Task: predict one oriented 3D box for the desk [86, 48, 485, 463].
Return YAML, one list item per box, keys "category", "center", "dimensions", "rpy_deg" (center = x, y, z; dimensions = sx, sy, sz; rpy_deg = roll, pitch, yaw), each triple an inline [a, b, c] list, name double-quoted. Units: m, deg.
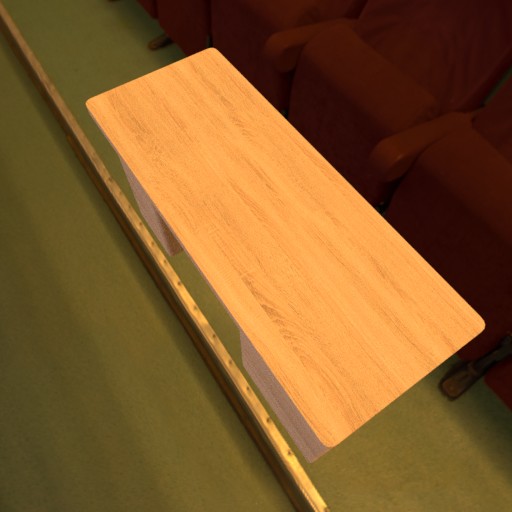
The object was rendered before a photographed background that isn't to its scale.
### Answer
- category: "desk"
  center: [0.000, 0.000, 1.716]
  dimensions: [0.550, 0.760, 1.400]
  rpy_deg: [-31, 65, -16]
